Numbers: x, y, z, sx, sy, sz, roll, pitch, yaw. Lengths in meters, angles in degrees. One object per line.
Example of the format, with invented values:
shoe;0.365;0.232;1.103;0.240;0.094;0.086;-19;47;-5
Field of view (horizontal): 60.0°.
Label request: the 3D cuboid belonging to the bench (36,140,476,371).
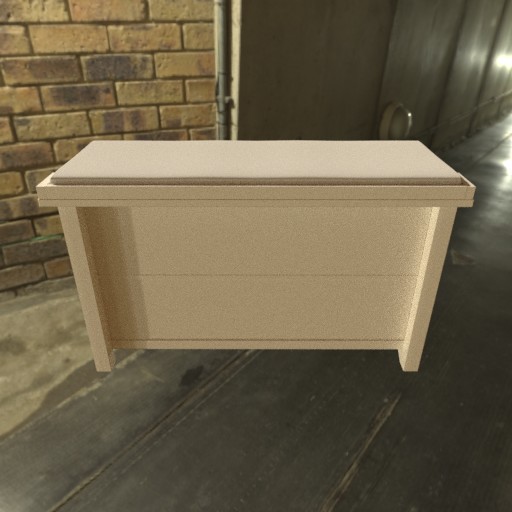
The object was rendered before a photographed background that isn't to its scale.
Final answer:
bench;0.000;0.000;1.274;0.987;0.589;0.346;0;30;0
